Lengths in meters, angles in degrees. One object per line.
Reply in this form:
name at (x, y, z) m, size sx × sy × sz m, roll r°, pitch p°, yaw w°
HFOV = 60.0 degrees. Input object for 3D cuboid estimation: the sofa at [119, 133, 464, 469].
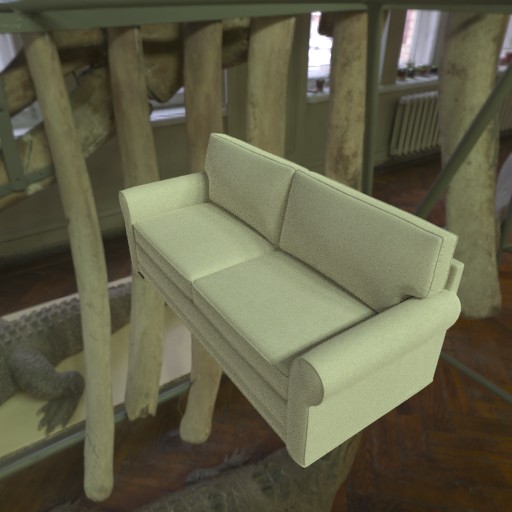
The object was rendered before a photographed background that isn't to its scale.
sofa at (0.000, 0.000, 2.602) m, size 0.901 × 0.962 × 2.146 m, roll -19°, pitch 36°, yaw -29°
